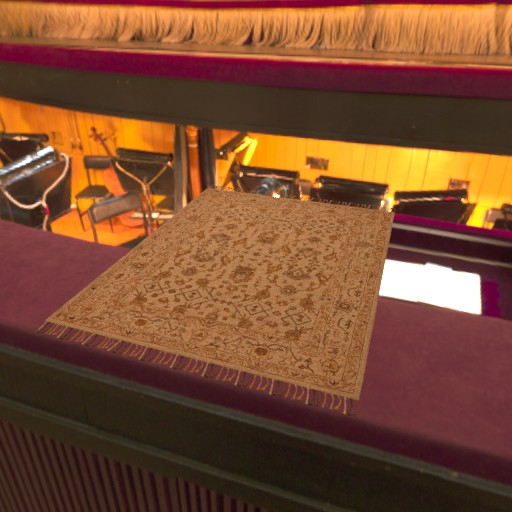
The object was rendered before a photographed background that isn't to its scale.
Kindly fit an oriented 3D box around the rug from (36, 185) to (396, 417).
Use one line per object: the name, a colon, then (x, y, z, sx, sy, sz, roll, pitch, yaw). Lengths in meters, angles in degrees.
rug: (0.000, 0.000, 2.282, 1.278, 0.009, 1.726, 10, 31, 17)
